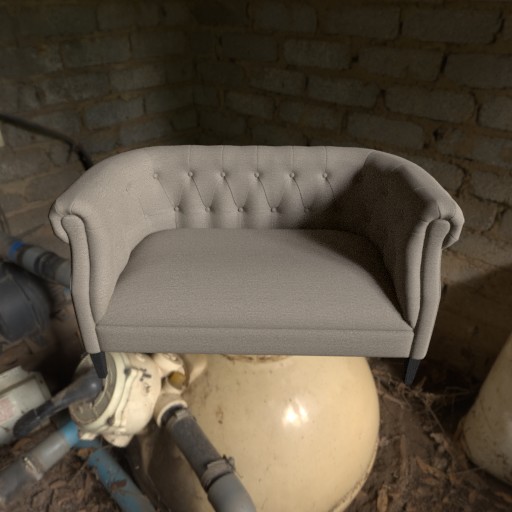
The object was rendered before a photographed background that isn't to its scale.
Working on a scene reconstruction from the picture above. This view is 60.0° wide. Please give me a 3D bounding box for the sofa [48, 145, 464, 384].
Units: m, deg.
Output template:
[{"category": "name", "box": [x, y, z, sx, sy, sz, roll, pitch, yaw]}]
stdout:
[{"category": "sofa", "box": [0.000, 0.000, 2.052, 1.558, 0.827, 0.835, 1, 32, 1]}]
